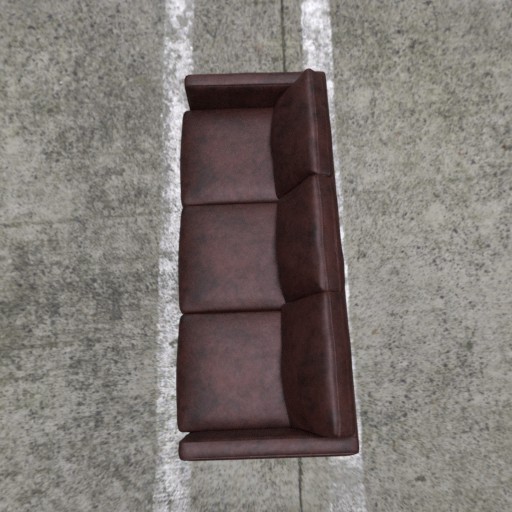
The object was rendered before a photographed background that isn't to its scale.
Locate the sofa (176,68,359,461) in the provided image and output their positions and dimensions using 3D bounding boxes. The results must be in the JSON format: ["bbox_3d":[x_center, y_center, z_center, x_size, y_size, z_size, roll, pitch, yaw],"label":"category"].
[{"bbox_3d":[0.000,0.000,3.004,1.045,1.006,2.464,-2,74,-1],"label":"sofa"}]
